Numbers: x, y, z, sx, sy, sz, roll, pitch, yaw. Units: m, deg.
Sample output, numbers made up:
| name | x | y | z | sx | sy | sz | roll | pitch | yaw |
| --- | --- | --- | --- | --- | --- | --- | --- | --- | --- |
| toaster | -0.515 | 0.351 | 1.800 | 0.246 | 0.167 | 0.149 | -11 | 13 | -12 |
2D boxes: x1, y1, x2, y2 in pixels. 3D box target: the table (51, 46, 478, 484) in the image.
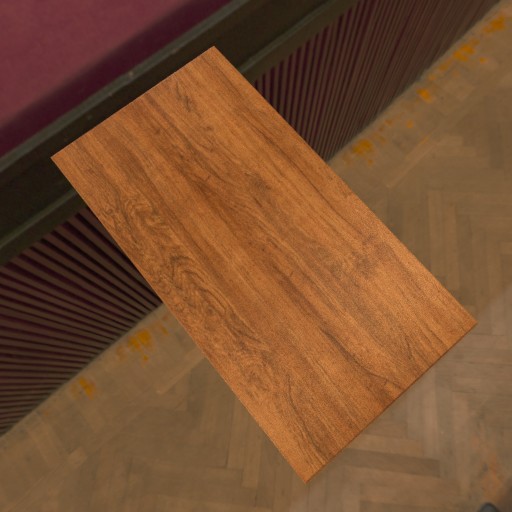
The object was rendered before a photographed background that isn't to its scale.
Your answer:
| name | x | y | z | sx | sy | sz | roll | pitch | yaw |
| --- | --- | --- | --- | --- | --- | --- | --- | --- | --- |
| table | 0.000 | 0.000 | 1.484 | 0.635 | 0.480 | 1.150 | -39 | 78 | -10 |
